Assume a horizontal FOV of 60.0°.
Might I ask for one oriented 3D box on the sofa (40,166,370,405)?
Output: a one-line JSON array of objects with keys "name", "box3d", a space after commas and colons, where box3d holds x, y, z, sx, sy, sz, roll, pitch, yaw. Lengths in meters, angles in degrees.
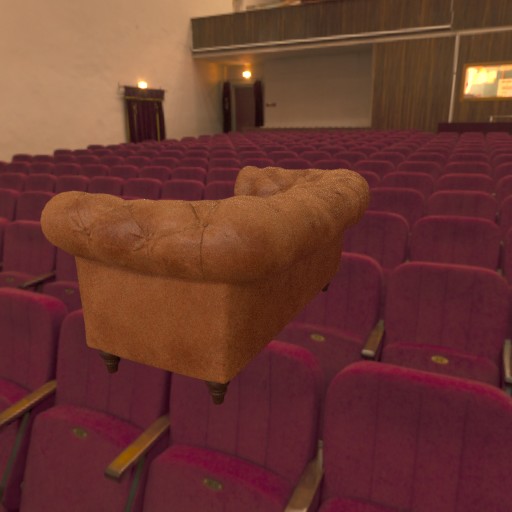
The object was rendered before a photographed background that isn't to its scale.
[{"name": "sofa", "box3d": [0.000, 0.000, 2.490, 1.042, 0.877, 1.979, 7, 17, 24]}]
